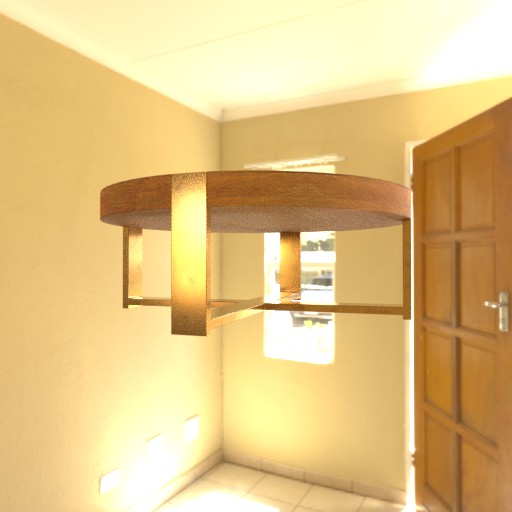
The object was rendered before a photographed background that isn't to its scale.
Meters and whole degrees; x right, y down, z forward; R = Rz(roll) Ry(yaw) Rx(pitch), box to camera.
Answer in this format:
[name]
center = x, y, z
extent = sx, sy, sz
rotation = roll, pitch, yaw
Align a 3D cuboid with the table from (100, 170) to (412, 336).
[table]
center = 0.000, 0.000, 1.663
extent = 1.100, 0.420, 1.100
rotation = 0, -1, 0
